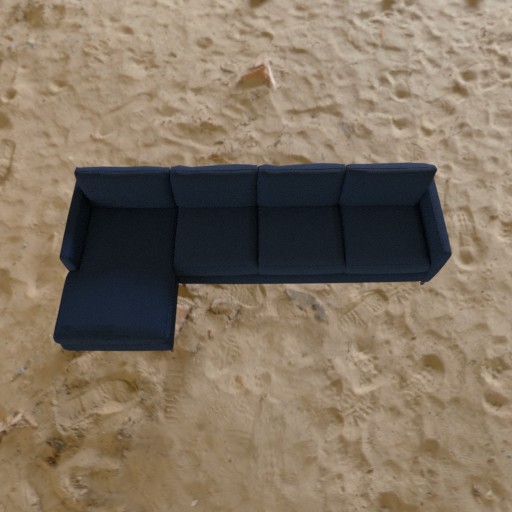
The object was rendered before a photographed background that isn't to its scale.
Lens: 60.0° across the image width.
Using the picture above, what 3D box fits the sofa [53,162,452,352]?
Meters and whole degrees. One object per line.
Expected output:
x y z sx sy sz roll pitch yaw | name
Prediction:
0.000 0.000 2.885 2.450 0.679 1.128 -1 63 0 | sofa
